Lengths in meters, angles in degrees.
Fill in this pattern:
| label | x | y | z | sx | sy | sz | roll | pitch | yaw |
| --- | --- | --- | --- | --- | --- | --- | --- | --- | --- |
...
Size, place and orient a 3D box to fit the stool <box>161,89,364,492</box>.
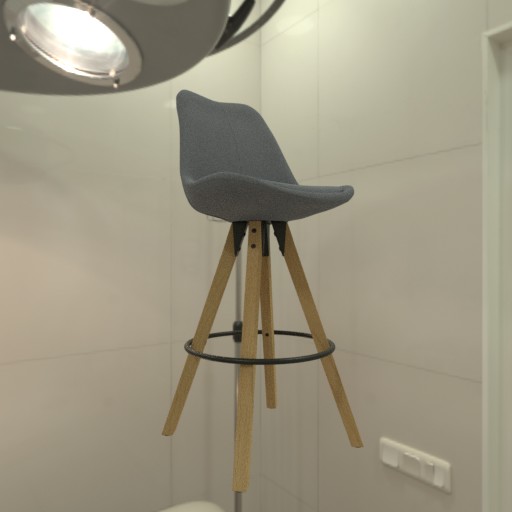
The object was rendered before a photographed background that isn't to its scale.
| label | x | y | z | sx | sy | sz | roll | pitch | yaw |
| --- | --- | --- | --- | --- | --- | --- | --- | --- | --- |
| stool | 0.000 | 0.000 | 1.366 | 0.485 | 1.115 | 0.550 | 0 | 0 | -36 |
